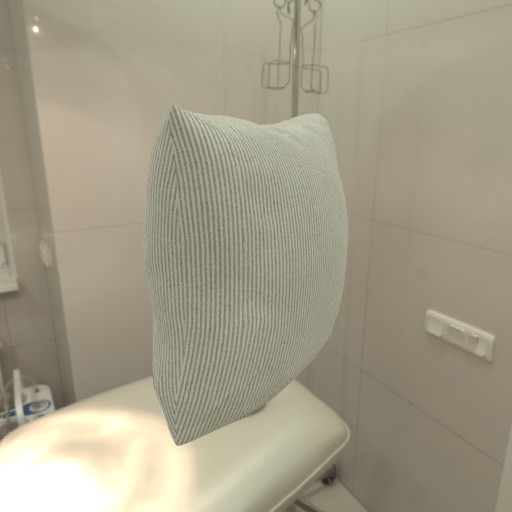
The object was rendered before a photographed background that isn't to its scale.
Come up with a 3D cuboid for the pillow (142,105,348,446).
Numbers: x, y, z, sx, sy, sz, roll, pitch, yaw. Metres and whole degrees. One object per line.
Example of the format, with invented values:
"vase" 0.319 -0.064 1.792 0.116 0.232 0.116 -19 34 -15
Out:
"pillow" 0.000 0.000 0.689 0.387 0.432 0.310 -9 18 -28
